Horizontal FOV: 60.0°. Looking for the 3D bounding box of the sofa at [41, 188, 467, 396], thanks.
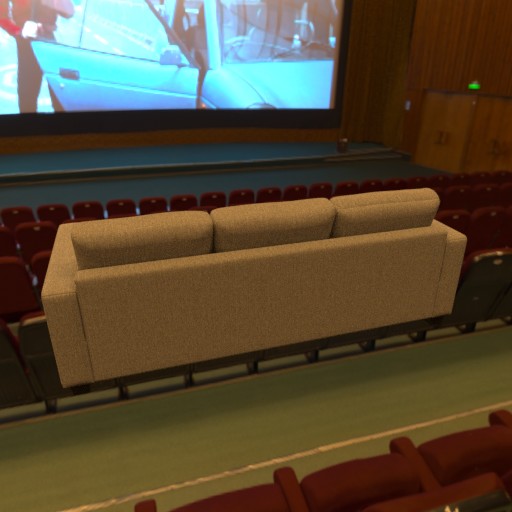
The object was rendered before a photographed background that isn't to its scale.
[{"bbox_3d":[0.000,0.000,2.533,2.120,0.800,0.900,-7,26,-16],"label":"sofa"}]
